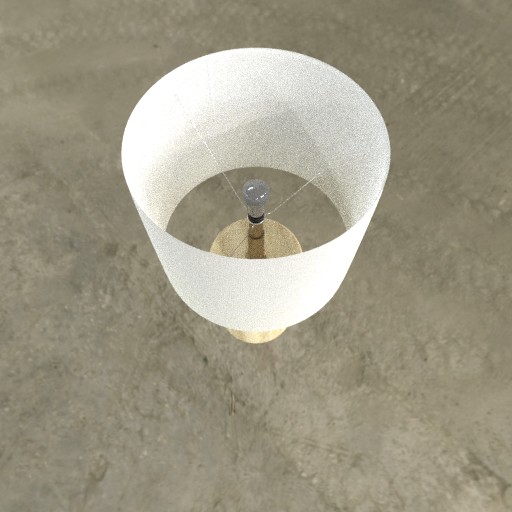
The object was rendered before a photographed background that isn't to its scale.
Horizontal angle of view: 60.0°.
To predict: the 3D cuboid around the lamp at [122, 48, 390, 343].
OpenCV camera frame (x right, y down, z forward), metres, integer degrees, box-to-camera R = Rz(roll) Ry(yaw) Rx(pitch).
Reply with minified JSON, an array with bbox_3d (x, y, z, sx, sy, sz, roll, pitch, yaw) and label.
[{"bbox_3d":[0.000,0.000,0.574,0.228,0.444,0.228,-14,65,-7],"label":"lamp"}]
